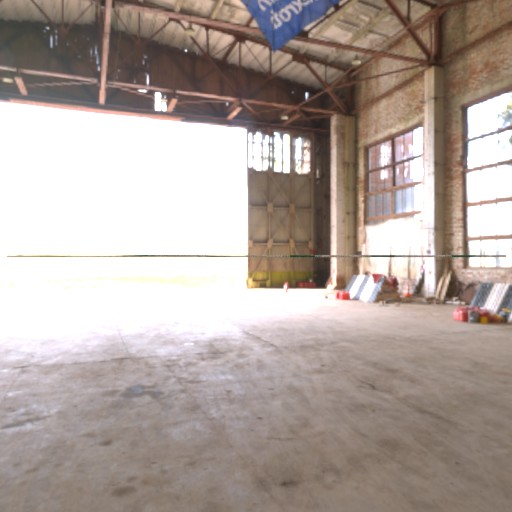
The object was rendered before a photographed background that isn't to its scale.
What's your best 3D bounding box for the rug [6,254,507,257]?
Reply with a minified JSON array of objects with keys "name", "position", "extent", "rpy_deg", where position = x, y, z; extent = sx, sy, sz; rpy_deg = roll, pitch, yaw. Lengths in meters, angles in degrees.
[{"name":"rug","position":[0.000,0.000,2.910],"extent":[2.436,0.015,1.521],"rpy_deg":[0,0,-1]}]
